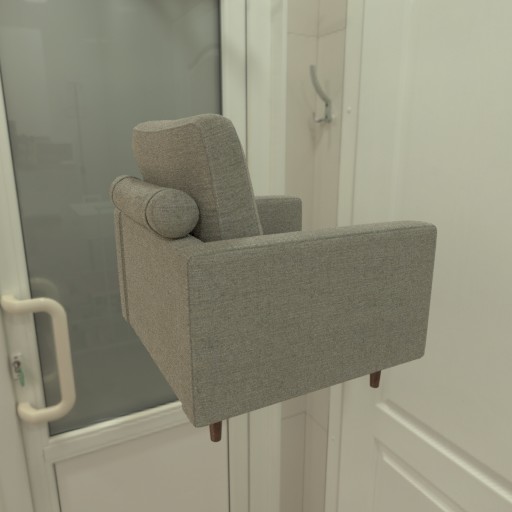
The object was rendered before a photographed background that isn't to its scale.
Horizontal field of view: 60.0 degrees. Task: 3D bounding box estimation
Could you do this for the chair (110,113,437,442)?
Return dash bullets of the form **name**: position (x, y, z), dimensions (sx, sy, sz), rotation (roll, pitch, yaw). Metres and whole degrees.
- **chair**: position (0.000, 0.000, 1.498), dimensions (0.843, 0.880, 0.821), rotation (-8, 17, -27)
